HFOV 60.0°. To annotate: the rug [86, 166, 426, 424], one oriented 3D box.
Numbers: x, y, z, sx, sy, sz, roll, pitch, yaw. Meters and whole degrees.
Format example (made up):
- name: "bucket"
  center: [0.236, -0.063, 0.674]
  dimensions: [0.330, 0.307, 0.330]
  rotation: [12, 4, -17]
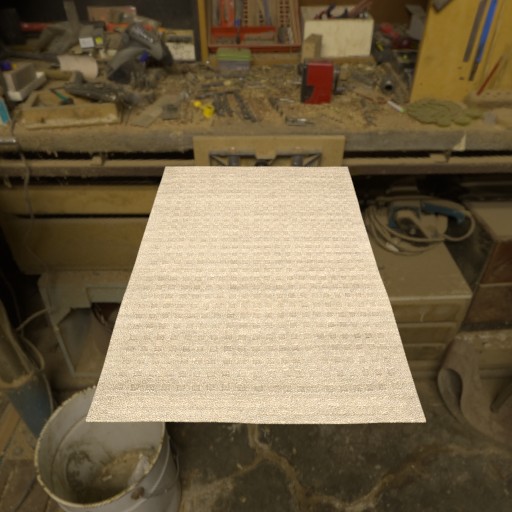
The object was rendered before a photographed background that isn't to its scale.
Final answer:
- name: "rug"
  center: [0.000, 0.000, 2.851]
  dimensions: [1.532, 0.018, 2.297]
  rotation: [0, 40, 0]
